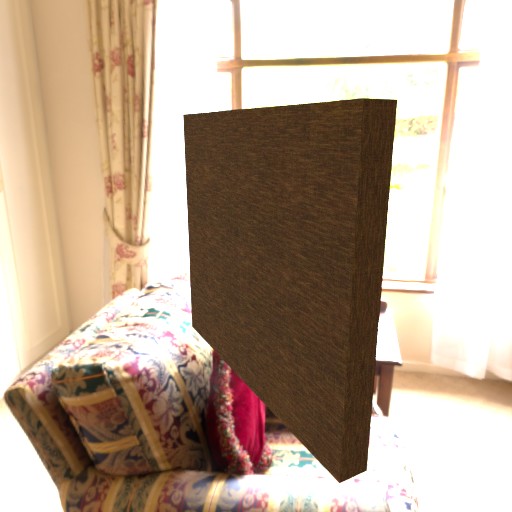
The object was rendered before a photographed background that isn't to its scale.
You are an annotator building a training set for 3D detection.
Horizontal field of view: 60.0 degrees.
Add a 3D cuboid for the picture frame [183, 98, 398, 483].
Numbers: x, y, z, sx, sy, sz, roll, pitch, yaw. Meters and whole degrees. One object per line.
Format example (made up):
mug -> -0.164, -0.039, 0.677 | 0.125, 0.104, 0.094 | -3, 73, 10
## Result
picture frame -> 0.000, 0.000, 0.524 | 0.033, 0.330, 0.378 | -8, 18, -27
